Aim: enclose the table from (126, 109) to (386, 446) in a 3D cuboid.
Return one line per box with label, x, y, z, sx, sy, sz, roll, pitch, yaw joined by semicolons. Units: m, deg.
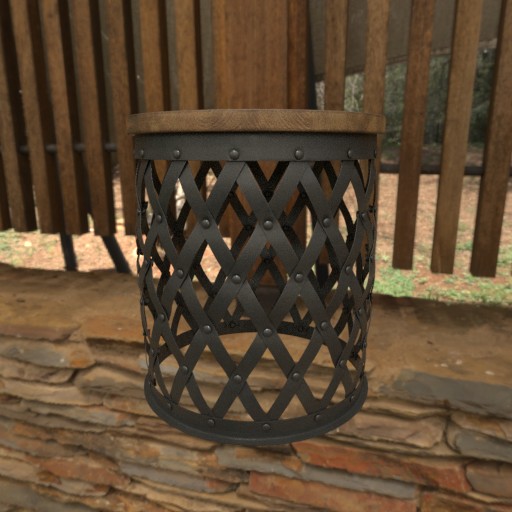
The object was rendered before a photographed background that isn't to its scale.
table;0.000;0.000;0.770;0.405;0.454;0.405;0;14;0
